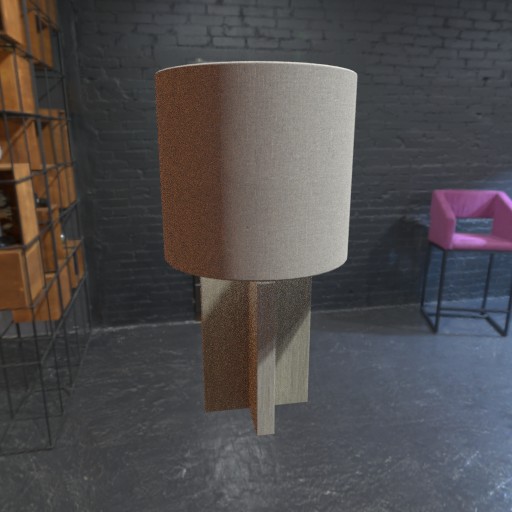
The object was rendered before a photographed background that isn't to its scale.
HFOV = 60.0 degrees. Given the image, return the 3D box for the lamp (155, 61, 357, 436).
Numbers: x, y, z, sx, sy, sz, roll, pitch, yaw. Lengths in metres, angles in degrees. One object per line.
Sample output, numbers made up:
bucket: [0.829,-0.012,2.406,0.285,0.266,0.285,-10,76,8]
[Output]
lamp: [0.000,0.000,0.567,0.229,0.428,0.229,-3,16,-9]
